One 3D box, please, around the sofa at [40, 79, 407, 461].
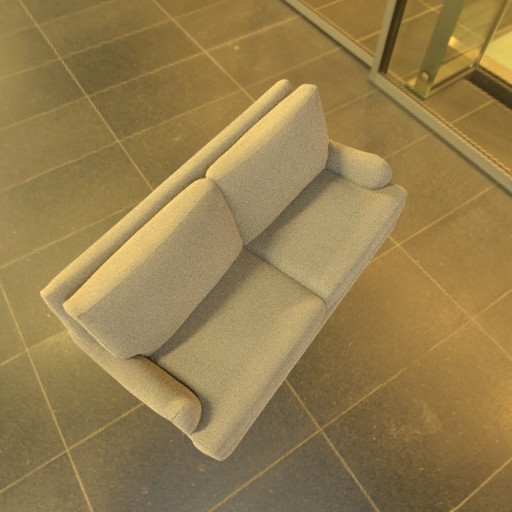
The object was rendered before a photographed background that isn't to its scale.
[{"bbox_3d":[0.000,0.000,2.670,1.091,0.997,2.070,32,63,19],"label":"sofa"}]
